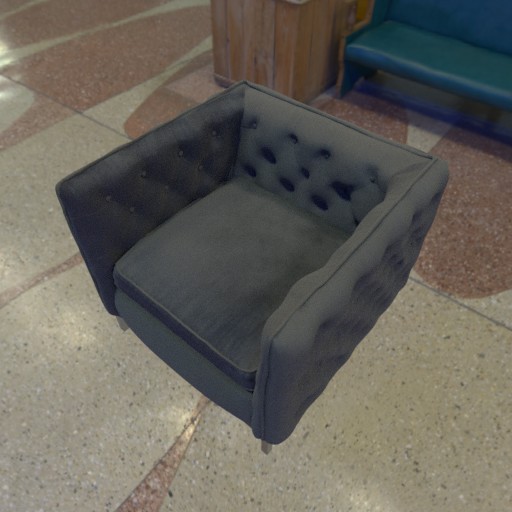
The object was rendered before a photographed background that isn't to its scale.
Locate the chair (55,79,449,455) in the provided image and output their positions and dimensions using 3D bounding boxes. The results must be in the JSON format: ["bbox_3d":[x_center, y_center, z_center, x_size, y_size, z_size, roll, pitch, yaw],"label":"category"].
[{"bbox_3d":[0.000,0.000,1.643,0.946,0.807,0.913,32,55,26],"label":"chair"}]
